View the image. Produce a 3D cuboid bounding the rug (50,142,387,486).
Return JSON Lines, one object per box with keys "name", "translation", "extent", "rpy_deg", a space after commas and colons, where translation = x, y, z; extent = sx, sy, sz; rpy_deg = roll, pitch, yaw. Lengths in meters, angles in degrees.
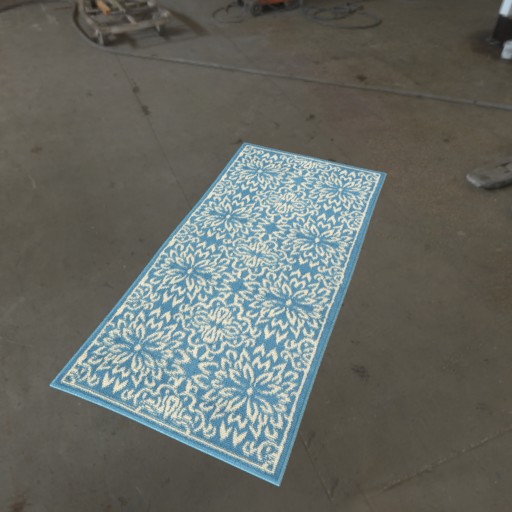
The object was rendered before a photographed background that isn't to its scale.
{"name": "rug", "translation": [0.000, 0.000, 1.405], "extent": [0.604, 0.007, 1.219], "rpy_deg": [16, 48, 15]}
